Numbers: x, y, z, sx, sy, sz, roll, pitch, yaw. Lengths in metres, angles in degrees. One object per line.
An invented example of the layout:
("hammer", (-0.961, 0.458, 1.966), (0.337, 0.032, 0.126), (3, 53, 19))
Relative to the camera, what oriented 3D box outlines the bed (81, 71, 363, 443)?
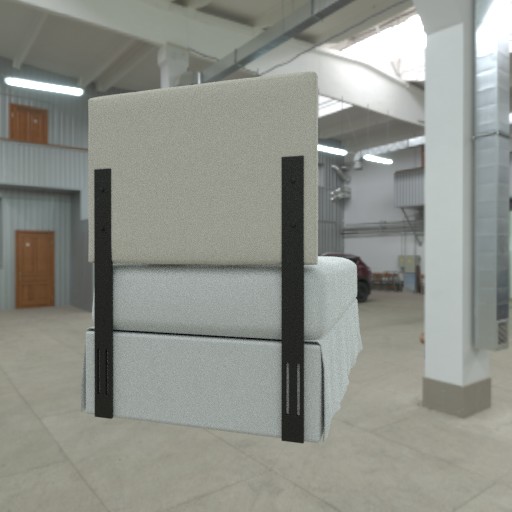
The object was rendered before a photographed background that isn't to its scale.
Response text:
("bed", (0.000, 0.000, 2.951), (1.261, 1.571, 1.997), (0, 0, 17))
